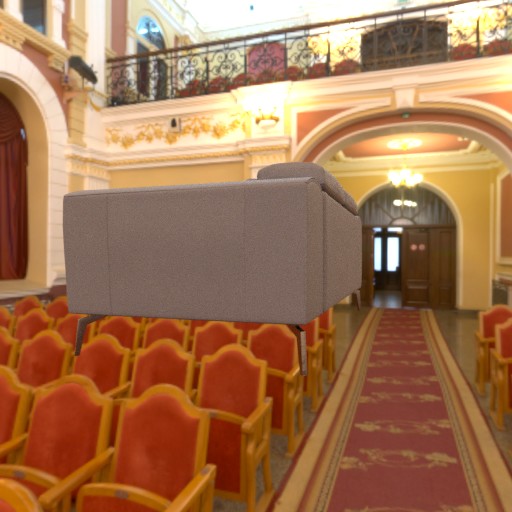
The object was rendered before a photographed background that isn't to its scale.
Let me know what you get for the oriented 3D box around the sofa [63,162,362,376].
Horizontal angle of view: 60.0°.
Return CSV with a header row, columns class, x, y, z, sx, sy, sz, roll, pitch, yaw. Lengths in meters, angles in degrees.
class,x,y,z,sx,sy,sz,roll,pitch,yaw
sofa,0.000,0.000,2.458,1.003,0.779,1.895,0,0,19
